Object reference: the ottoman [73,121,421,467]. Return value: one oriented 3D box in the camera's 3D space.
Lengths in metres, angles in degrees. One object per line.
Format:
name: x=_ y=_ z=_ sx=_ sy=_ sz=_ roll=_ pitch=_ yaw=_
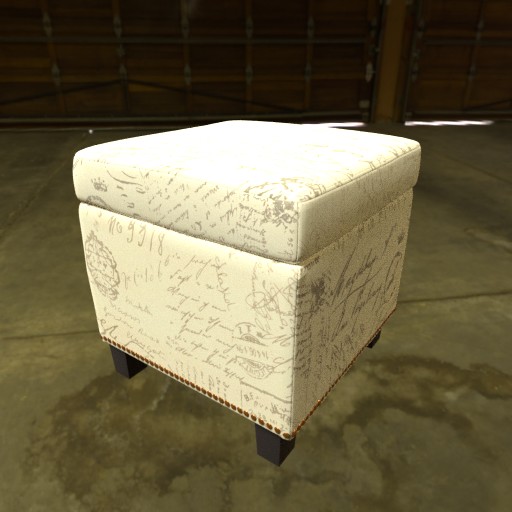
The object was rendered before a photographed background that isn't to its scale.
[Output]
ottoman: x=0.000 y=0.000 z=0.848 sx=0.449 sy=0.457 sz=0.450 roll=17 pitch=30 yaw=32
